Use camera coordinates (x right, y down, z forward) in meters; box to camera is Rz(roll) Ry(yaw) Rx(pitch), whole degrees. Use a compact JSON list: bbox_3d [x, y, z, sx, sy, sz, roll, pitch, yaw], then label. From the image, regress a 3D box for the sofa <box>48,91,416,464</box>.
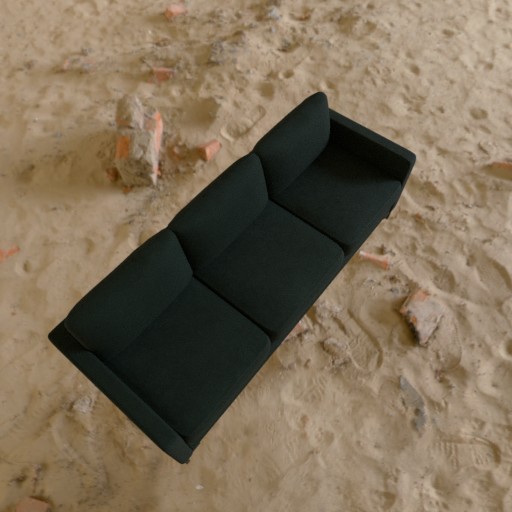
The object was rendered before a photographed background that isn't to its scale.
[{"bbox_3d":[0.000,0.000,2.651,0.859,0.870,2.218,35,65,19],"label":"sofa"}]
